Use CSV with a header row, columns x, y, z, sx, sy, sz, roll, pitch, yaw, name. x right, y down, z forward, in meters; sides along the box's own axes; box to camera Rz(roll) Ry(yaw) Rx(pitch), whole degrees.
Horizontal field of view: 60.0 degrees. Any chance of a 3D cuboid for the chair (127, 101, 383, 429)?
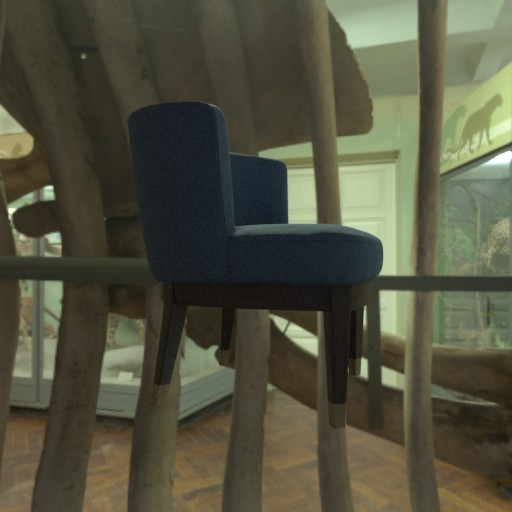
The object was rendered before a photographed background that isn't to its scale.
x,y,z,sx,sy,sz,roll,pitch,yaw,name
0.000,0.000,1.278,0.702,0.760,0.661,0,0,17,chair
